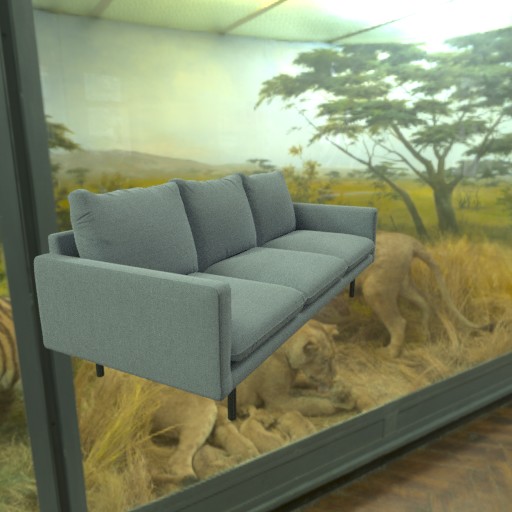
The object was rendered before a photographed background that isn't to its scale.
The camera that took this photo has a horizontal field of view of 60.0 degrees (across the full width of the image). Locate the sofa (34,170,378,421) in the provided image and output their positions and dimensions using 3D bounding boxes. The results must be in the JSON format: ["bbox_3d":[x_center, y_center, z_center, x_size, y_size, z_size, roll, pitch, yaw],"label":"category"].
[{"bbox_3d":[0.000,0.000,2.360,0.850,0.830,2.000,7,16,27],"label":"sofa"}]
